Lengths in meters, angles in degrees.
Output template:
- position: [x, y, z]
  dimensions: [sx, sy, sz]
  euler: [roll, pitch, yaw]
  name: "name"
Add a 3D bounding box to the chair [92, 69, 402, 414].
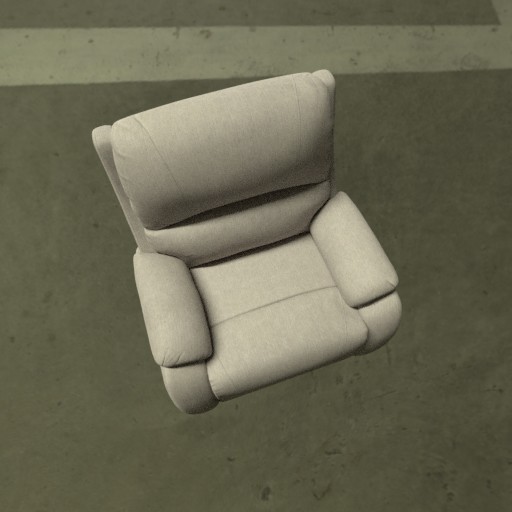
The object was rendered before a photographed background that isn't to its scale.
- position: [0.000, 0.000, 1.719]
  dimensions: [0.930, 1.011, 0.899]
  euler: [-17, 66, -8]
  name: "chair"
